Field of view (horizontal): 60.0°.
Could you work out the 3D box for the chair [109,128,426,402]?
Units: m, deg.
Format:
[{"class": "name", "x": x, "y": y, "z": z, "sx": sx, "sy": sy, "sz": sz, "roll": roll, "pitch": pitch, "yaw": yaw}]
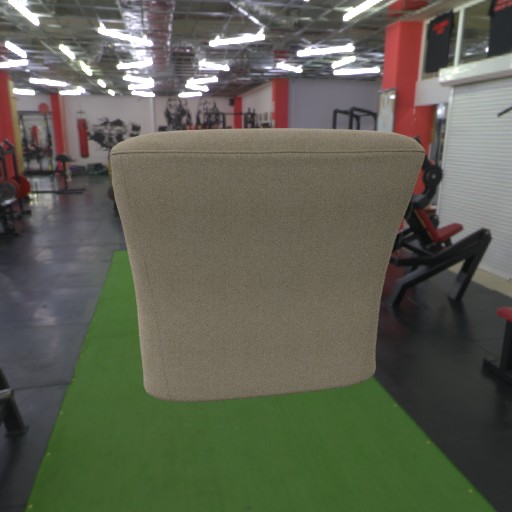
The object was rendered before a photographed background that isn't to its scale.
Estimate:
[{"class": "chair", "x": 0.000, "y": 0.000, "z": 1.573, "sx": 0.864, "sy": 0.856, "sz": 0.923, "roll": -3, "pitch": 15, "yaw": -10}]
